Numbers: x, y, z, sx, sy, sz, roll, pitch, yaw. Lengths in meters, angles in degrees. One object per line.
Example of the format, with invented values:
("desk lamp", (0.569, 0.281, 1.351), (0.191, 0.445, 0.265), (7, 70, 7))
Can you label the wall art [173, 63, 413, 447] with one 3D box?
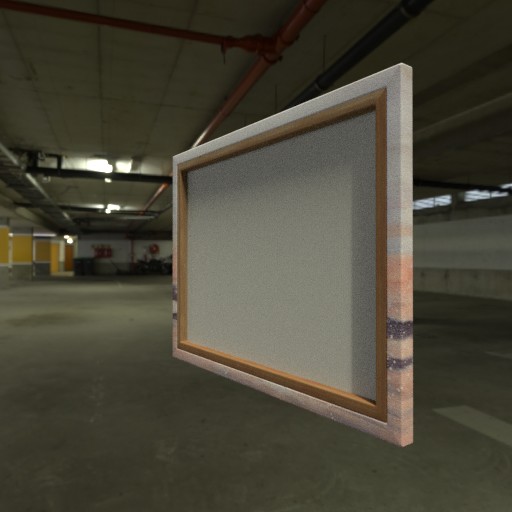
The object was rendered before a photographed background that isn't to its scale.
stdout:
("wall art", (0.000, 0.000, 1.292), (0.038, 0.763, 1.015), (0, 0, -37))
